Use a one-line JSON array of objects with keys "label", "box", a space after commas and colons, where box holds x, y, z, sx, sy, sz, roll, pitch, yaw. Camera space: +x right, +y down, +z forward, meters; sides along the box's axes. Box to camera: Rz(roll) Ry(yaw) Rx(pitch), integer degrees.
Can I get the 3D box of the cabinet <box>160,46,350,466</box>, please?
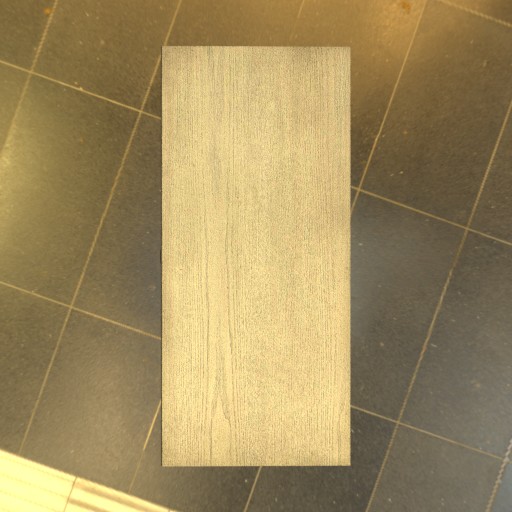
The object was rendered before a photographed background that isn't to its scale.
[{"label": "cabinet", "box": [0.000, 0.000, 1.219, 0.370, 0.787, 0.781, 0, 90, -1]}]
